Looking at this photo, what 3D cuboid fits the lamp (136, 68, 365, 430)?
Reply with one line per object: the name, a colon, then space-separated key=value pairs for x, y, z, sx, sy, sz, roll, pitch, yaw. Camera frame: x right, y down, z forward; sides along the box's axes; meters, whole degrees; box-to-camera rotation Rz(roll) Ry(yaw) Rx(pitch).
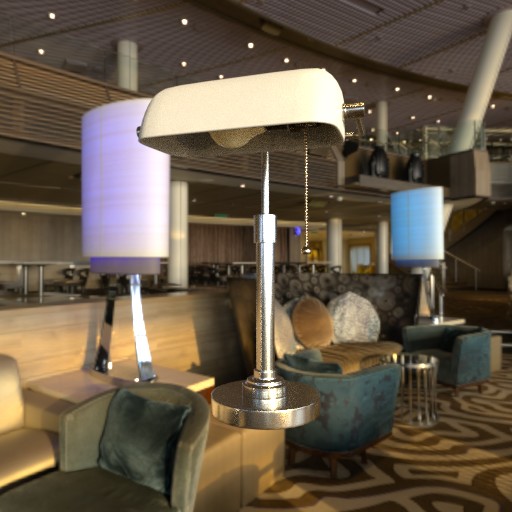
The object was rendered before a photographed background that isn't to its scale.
lamp: x=0.000 y=0.000 z=0.548 sx=0.269 sy=0.404 sz=0.227 roll=0 pitch=-1 yaw=18
